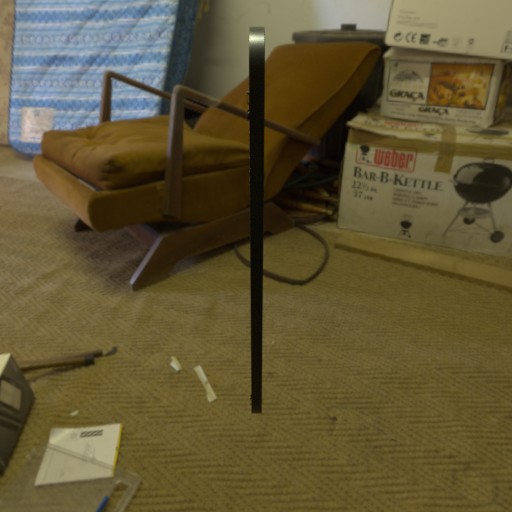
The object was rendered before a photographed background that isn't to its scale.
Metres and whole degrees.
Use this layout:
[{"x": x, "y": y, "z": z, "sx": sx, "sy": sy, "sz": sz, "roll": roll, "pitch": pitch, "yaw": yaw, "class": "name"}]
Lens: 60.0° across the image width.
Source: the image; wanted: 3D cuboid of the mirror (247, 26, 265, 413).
[{"x": 0.000, "y": 0.000, "z": 1.077, "sx": 0.032, "sy": 0.991, "sz": 0.222, "roll": 0, "pitch": 30, "yaw": 0, "class": "mirror"}]
